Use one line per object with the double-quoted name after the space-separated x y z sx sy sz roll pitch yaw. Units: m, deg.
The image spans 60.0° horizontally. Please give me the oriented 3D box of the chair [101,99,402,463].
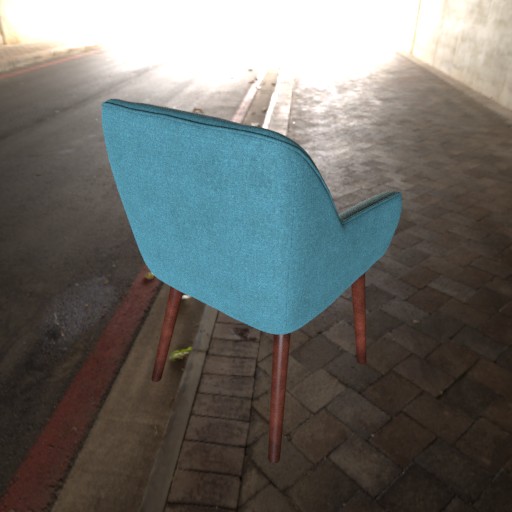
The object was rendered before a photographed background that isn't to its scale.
0.000 0.000 1.133 0.543 0.803 0.519 21 37 32 "chair"
